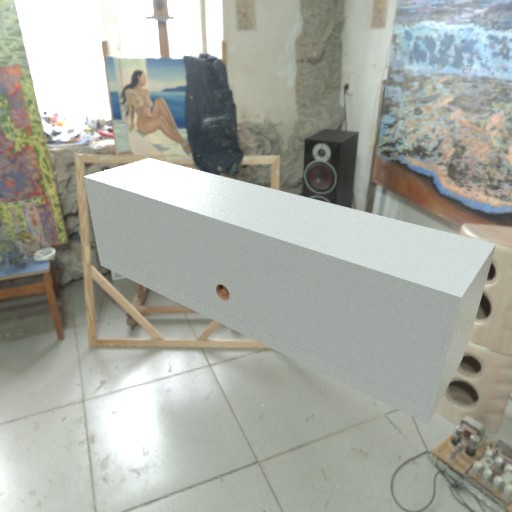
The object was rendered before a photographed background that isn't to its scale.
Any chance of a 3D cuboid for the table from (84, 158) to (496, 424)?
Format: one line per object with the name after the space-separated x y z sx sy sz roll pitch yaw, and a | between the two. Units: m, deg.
0.000 0.000 1.725 1.550 0.440 0.400 20 34 32 | table
